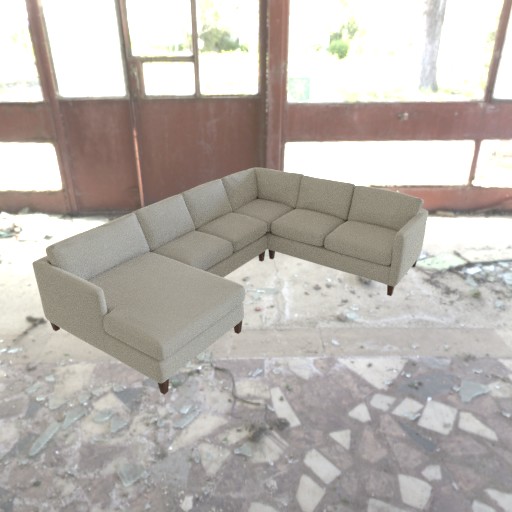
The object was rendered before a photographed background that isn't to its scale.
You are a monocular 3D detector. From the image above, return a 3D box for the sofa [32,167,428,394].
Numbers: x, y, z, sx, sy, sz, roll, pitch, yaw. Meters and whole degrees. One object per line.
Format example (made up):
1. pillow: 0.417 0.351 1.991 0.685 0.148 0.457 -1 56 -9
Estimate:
1. sofa: 0.000 0.000 4.683 2.593 0.956 3.459 17 31 31
